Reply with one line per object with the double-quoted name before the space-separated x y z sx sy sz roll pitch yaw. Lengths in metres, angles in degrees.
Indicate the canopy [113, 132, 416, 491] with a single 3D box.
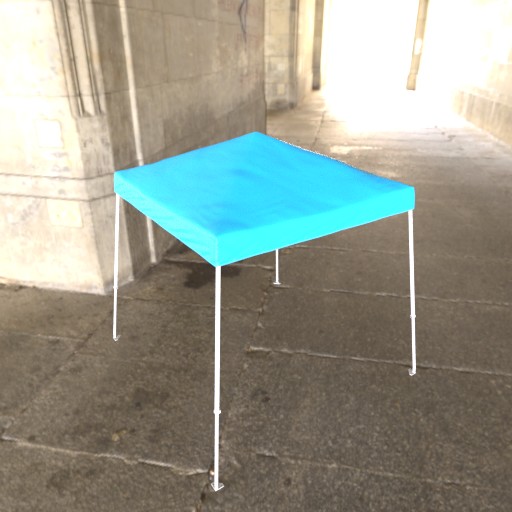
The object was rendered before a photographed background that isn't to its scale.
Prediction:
"canopy" 0.000 0.000 5.203 2.848 2.849 2.849 -16 30 -31
